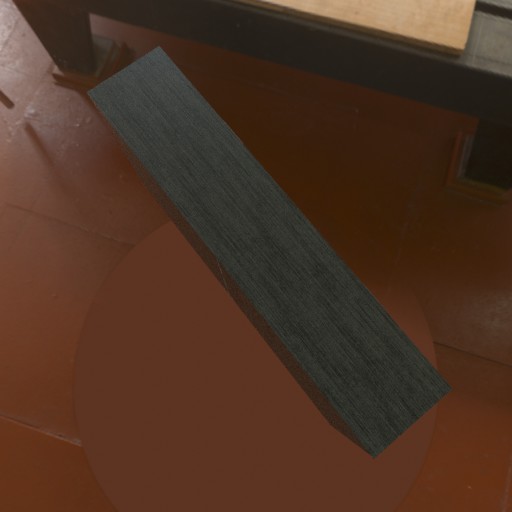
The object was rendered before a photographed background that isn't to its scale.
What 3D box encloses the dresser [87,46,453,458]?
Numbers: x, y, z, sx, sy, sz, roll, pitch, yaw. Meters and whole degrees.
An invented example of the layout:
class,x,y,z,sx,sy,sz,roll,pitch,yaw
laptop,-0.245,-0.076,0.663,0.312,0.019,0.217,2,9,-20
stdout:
class,x,y,z,sx,sy,sz,roll,pitch,yaw
dresser,0.000,0.000,1.841,0.333,0.790,1.535,-37,79,-9
